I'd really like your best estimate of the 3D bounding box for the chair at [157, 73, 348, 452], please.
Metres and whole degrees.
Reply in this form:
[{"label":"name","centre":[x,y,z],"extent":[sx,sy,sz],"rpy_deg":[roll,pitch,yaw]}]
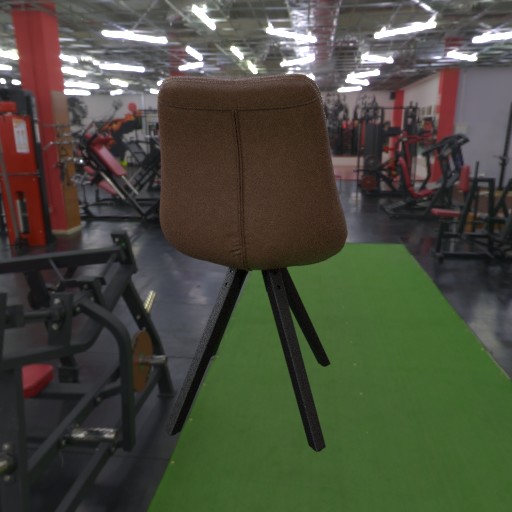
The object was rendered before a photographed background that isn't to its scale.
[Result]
[{"label":"chair","centre":[0.000,0.000,1.192],"extent":[0.475,0.850,0.550],"rpy_deg":[2,16,9]}]
